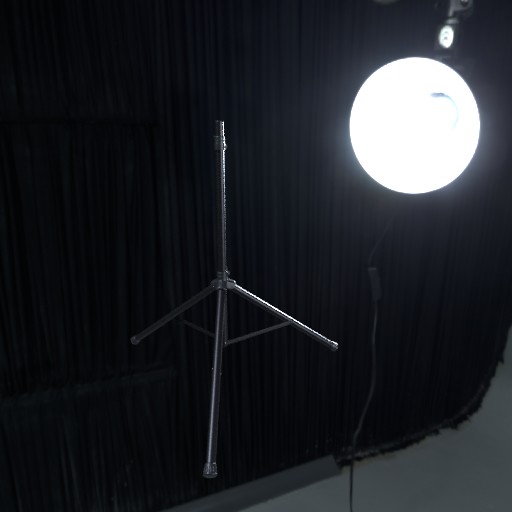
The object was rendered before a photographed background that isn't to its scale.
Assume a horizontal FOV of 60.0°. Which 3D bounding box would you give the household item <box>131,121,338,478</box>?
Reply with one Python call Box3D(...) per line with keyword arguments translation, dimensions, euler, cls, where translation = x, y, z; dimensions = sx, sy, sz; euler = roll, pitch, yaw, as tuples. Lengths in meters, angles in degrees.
Box3D(translation=(0.000, 0.000, 2.747), dimensions=(1.339, 1.595, 1.596), euler=(-7, 17, -25), cls="household item")
